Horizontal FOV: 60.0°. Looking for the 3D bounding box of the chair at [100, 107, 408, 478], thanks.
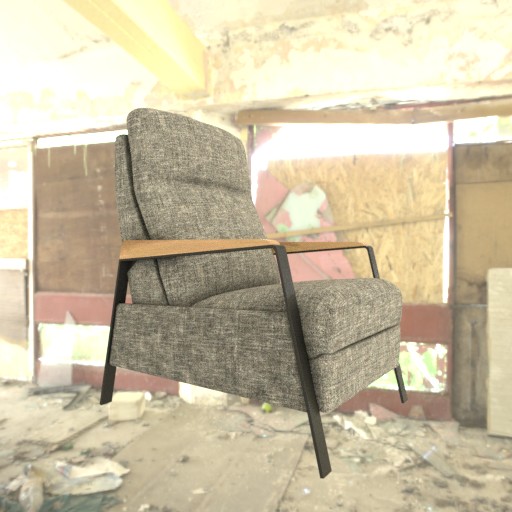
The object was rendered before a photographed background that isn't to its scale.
[{"bbox_3d":[0.000,0.000,1.566,0.868,1.042,0.671,1,1,35],"label":"chair"}]
